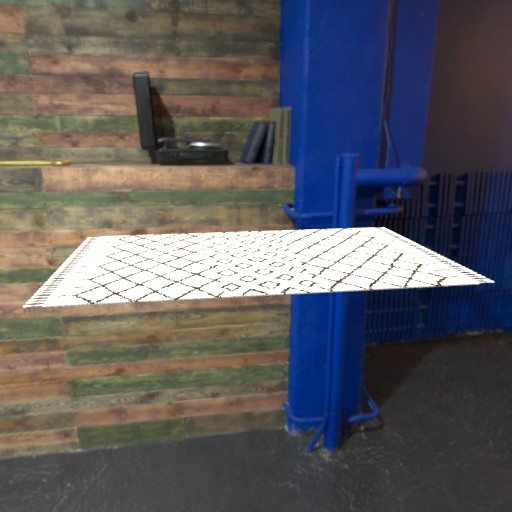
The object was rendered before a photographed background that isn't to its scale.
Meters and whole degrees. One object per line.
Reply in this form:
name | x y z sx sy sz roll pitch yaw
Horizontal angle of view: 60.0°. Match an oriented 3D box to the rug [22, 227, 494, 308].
rug | 0.000 0.000 2.422 2.006 0.008 1.196 -2 16 -8
